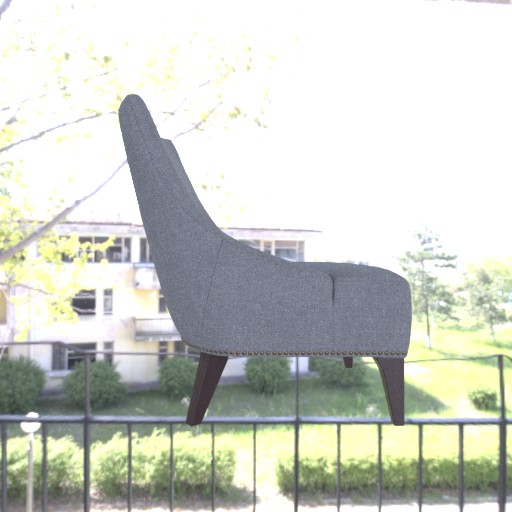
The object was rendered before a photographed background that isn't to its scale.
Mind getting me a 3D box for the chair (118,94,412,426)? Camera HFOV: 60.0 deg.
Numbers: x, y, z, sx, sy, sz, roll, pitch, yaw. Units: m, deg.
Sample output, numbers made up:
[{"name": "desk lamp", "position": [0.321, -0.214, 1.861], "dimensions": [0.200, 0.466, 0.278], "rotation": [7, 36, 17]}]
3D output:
[{"name": "chair", "position": [0.000, 0.000, 1.497], "dimensions": [0.861, 0.909, 0.701], "rotation": [0, 0, -1]}]
